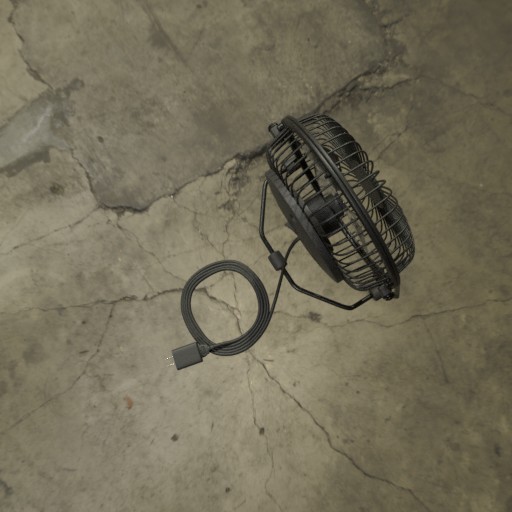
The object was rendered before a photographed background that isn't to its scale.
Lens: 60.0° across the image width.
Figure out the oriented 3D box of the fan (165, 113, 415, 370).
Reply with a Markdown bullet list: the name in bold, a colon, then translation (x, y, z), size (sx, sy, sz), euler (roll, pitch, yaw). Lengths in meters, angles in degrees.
- **fan**: translation (0.000, 0.000, 0.307), size (0.202, 0.152, 0.153), euler (-31, 79, -7)
